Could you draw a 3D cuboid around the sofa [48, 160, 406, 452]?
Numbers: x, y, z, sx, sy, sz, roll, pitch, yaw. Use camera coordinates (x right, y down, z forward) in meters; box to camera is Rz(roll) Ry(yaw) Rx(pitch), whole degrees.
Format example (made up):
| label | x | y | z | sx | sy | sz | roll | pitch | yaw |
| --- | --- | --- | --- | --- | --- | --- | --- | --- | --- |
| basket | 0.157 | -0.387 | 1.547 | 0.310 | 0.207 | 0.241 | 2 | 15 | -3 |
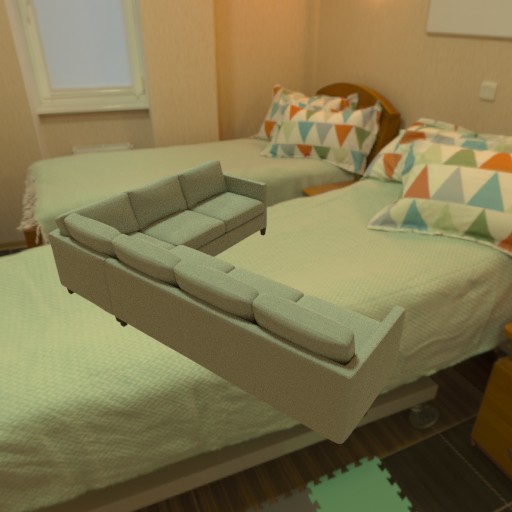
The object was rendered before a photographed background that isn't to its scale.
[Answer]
| label | x | y | z | sx | sy | sz | roll | pitch | yaw |
| --- | --- | --- | --- | --- | --- | --- | --- | --- | --- |
| sofa | 0.000 | 0.000 | 4.478 | 3.333 | 0.934 | 2.522 | 20 | 35 | 32 |
